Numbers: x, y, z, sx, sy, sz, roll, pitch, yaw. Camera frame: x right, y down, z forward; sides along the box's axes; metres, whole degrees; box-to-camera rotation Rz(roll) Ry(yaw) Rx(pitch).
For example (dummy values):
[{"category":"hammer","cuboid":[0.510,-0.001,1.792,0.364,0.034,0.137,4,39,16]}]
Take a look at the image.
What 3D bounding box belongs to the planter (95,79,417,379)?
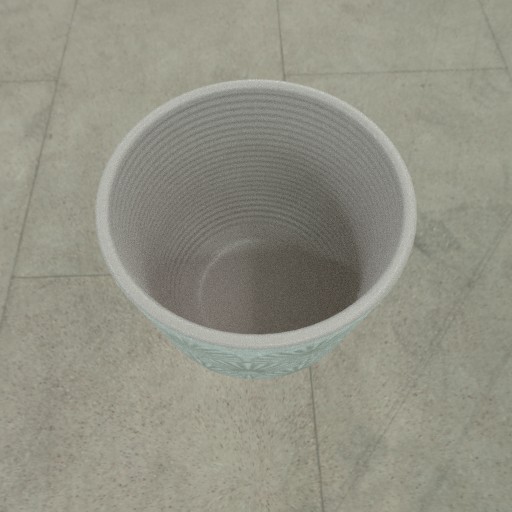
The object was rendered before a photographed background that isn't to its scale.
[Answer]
[{"category":"planter","cuboid":[0.000,0.000,0.302,0.170,0.152,0.170,0,63,0]}]
